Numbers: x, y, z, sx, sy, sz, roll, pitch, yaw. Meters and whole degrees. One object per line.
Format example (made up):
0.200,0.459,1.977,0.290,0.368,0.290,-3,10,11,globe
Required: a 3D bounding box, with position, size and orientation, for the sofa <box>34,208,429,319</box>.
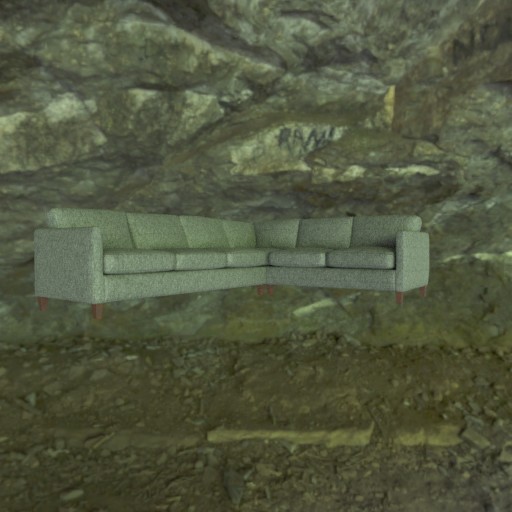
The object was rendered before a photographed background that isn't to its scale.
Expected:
0.000,0.000,4.497,2.593,0.947,3.302,1,1,36,sofa
